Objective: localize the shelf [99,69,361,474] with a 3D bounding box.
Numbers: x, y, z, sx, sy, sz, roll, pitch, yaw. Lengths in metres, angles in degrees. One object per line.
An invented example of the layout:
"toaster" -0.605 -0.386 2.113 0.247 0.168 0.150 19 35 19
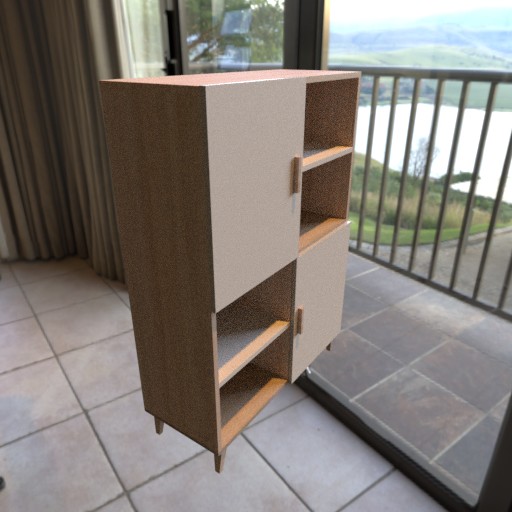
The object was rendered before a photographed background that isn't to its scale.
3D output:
"shelf" 0.000 0.000 1.856 0.434 1.405 0.995 17 30 32
